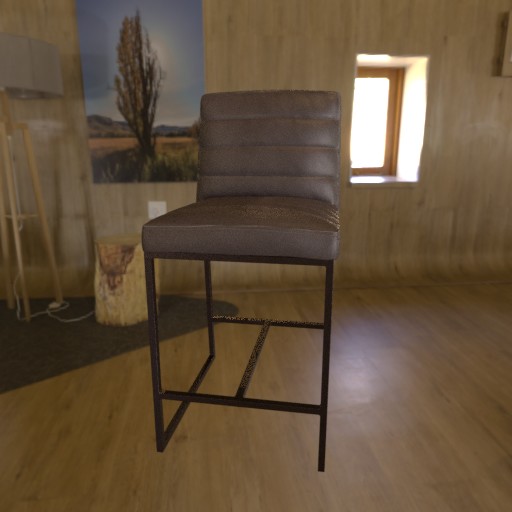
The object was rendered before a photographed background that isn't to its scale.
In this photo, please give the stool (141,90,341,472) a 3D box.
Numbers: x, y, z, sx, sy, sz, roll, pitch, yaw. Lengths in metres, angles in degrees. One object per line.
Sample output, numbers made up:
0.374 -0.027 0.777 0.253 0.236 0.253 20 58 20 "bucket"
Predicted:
0.000 0.000 1.267 0.463 0.946 0.562 2 15 9 "stool"
